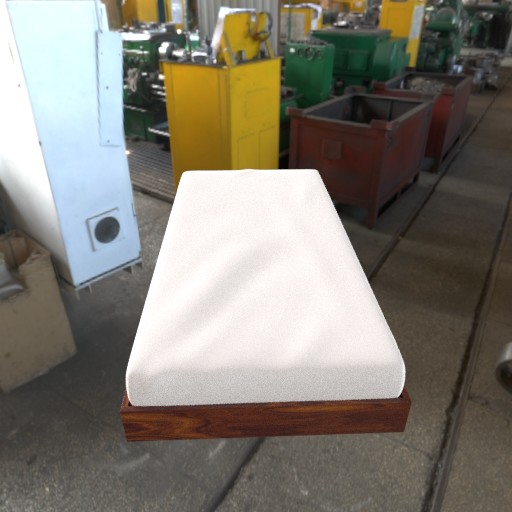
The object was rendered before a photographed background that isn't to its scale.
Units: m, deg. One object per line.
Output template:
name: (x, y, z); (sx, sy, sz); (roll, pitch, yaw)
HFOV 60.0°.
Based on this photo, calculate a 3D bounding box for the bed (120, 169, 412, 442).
bed: (0.000, 0.000, 2.218); (0.940, 0.312, 1.860); (-1, 31, -2)
